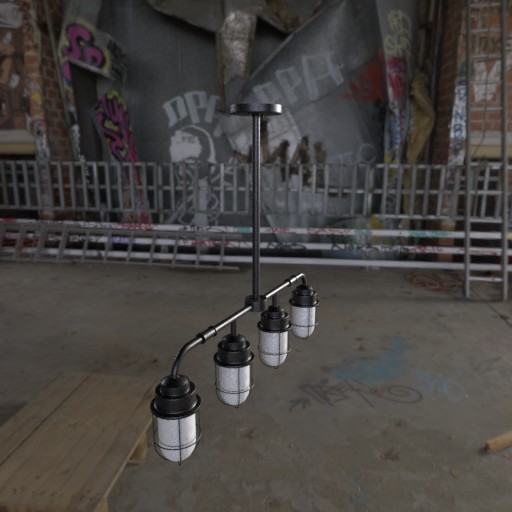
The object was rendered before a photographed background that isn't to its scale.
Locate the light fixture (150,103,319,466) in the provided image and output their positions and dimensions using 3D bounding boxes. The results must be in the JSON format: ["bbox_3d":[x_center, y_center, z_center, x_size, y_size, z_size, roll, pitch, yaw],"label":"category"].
[{"bbox_3d":[0.000,0.000,1.219,0.131,0.785,0.852,7,15,27],"label":"light fixture"}]
